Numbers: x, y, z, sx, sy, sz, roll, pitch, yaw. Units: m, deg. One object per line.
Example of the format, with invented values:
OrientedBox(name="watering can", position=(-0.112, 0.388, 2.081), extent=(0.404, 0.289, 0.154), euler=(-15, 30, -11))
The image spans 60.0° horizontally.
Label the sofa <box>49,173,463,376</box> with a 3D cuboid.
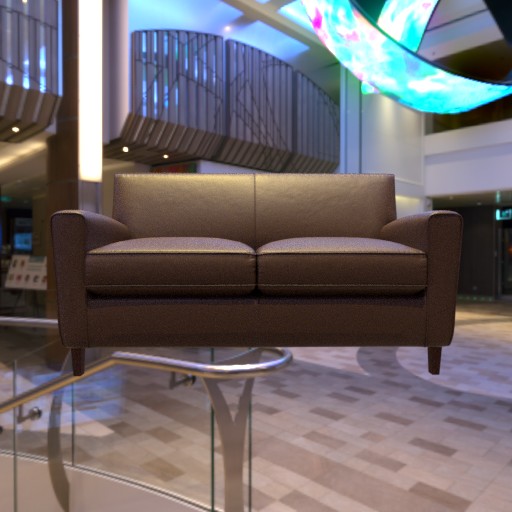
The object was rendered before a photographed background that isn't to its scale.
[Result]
OrientedBox(name="sofa", position=(0.000, 0.000, 1.957), extent=(1.468, 0.859, 0.853), euler=(0, 1, -1))
